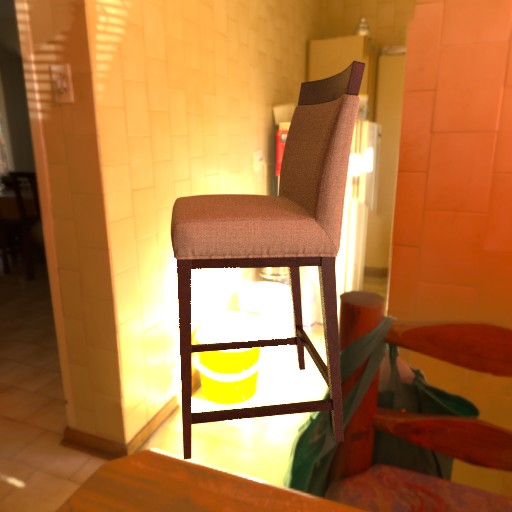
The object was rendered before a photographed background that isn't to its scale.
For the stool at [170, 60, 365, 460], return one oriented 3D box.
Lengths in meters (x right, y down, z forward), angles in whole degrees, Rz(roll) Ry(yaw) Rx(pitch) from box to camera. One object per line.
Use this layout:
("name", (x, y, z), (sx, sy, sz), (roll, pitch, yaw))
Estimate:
("stool", (0.000, 0.000, 1.309), (0.480, 1.011, 0.463), (-3, 16, -9))
